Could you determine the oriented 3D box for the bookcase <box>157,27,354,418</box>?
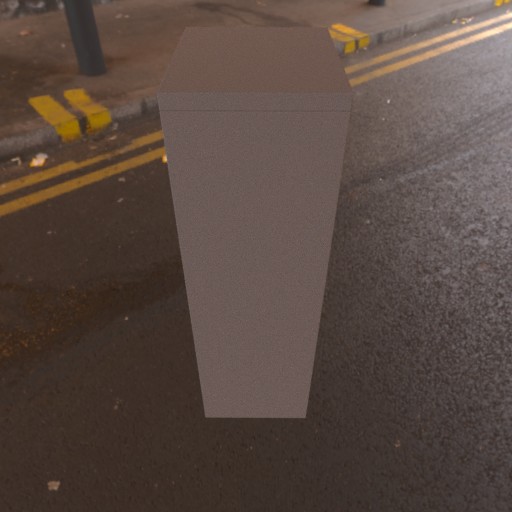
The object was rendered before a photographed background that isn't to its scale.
[{"bbox_3d":[0.000,0.000,1.245,0.330,1.080,0.390,0,42,0],"label":"bookcase"}]
